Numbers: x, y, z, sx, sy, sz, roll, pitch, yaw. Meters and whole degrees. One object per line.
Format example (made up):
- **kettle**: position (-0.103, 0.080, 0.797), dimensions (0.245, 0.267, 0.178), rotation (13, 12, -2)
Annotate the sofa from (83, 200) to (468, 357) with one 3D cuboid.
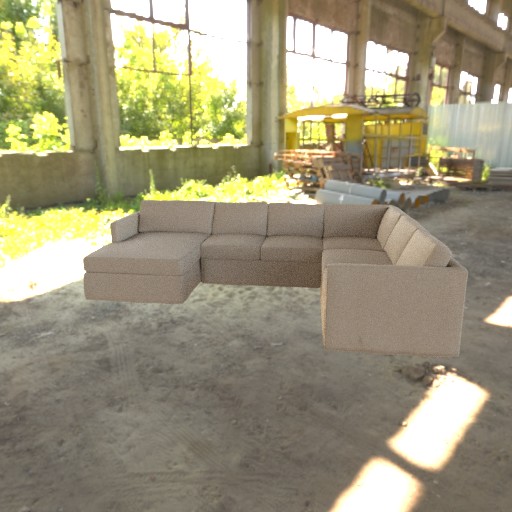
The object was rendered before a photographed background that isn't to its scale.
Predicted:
- **sofa**: position (0.000, 0.000, 4.669), dimensions (3.528, 0.878, 2.476), rotation (2, 15, 7)
